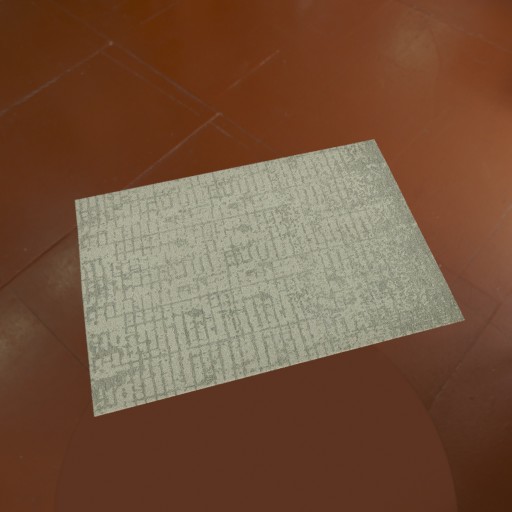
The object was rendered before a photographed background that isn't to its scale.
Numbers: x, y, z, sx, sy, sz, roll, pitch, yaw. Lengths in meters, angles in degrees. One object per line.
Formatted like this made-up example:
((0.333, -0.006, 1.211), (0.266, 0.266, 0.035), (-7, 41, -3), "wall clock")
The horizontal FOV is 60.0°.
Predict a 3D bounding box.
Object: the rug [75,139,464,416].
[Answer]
((0.000, 0.000, 2.364), (1.827, 0.007, 1.211), (-13, 63, -7), "rug")
